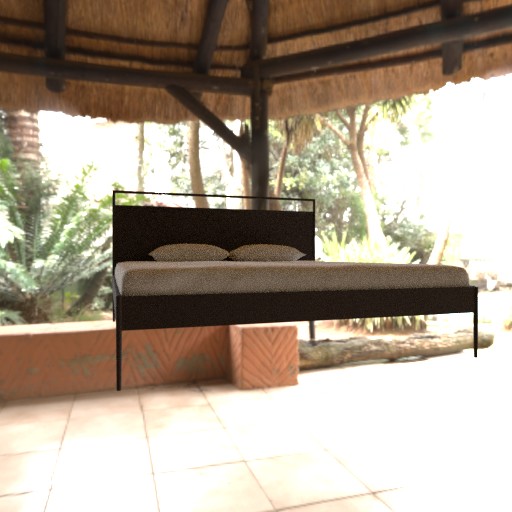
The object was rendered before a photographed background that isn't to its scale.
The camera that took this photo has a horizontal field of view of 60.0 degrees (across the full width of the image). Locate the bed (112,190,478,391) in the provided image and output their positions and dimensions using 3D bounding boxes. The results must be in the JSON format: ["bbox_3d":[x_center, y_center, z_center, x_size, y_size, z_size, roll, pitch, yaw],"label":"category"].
[{"bbox_3d":[0.000,0.000,3.256,1.993,1.173,2.151,0,0,-18],"label":"bed"}]
